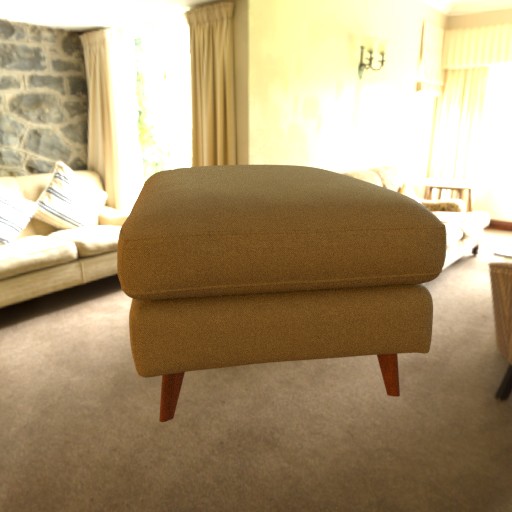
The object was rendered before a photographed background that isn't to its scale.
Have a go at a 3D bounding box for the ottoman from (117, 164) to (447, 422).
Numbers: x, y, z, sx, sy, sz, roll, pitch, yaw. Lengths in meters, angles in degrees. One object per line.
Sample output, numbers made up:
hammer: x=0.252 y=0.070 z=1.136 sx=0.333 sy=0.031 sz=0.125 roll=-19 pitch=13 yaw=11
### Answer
ottoman: x=0.000 y=0.000 z=1.166 sx=0.608 sy=0.449 sz=0.811 roll=-3 pitch=17 yaw=-10
